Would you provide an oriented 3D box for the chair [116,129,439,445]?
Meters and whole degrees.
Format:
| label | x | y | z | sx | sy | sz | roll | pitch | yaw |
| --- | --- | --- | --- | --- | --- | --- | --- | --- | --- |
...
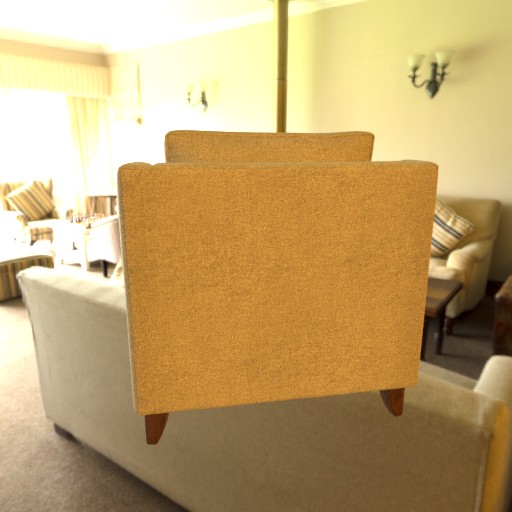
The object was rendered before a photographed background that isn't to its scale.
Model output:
| label | x | y | z | sx | sy | sz | roll | pitch | yaw |
| --- | --- | --- | --- | --- | --- | --- | --- | --- | --- |
| chair | 0.000 | 0.000 | 1.606 | 0.838 | 0.864 | 0.918 | -3 | 14 | -10 |
